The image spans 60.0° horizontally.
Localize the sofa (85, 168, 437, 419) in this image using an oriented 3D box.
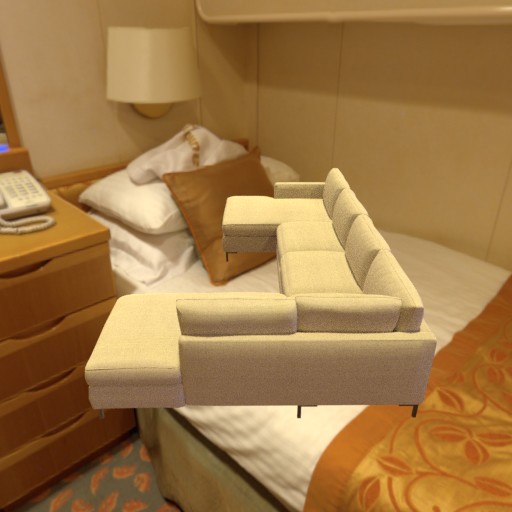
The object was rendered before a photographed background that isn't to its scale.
[{"bbox_3d":[0.000,0.000,3.560,1.879,0.756,2.737,0,27,0],"label":"sofa"}]
